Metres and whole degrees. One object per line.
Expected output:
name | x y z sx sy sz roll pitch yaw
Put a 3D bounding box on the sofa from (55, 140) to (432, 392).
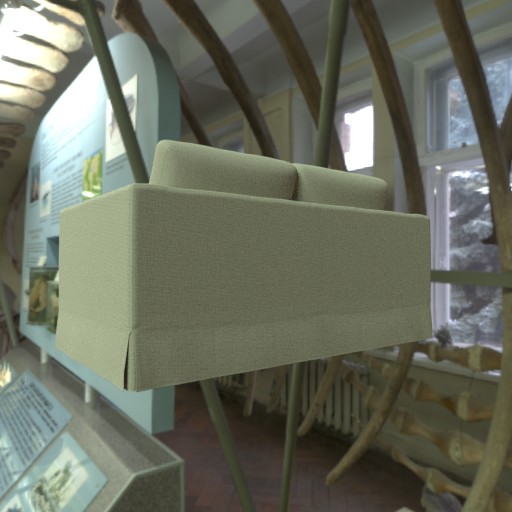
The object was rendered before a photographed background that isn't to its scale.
sofa | 0.000 0.000 2.400 1.813 0.932 1.009 1 -1 -37
